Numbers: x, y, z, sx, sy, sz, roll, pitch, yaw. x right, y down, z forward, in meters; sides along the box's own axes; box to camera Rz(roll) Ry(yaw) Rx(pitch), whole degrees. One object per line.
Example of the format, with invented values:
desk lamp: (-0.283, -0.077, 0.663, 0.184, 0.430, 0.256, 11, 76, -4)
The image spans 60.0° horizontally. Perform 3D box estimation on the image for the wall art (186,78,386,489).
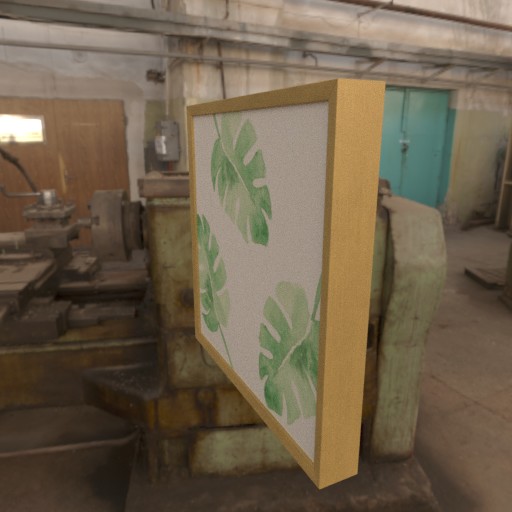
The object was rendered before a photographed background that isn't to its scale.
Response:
wall art: (0.000, 0.000, 0.451, 0.038, 0.305, 0.305, -7, 17, -25)
